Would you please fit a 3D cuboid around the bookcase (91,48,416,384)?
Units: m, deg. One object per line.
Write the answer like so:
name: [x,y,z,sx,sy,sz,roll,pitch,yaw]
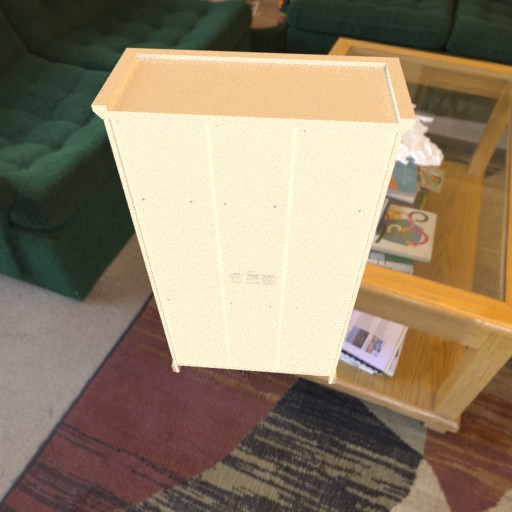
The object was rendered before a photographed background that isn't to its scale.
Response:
bookcase: [0.000,0.000,2.270,1.050,1.880,0.432,3,49,3]
